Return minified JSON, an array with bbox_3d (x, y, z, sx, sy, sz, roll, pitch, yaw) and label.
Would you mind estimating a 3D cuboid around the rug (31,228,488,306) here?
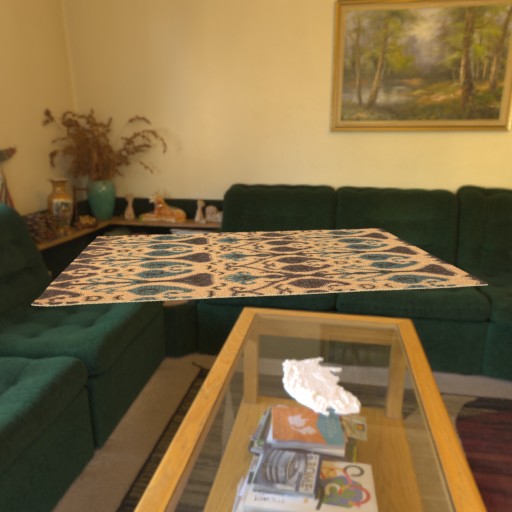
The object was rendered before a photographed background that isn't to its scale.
[{"bbox_3d":[0.000,0.000,2.133,1.698,0.013,1.072,-2,16,-7],"label":"rug"}]
